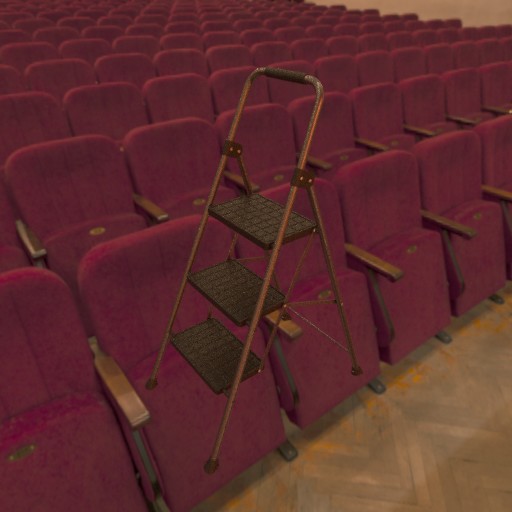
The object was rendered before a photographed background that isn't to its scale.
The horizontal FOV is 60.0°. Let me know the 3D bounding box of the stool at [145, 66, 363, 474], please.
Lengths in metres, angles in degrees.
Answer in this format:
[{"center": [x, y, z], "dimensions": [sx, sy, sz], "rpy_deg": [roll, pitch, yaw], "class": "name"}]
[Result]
[{"center": [0.000, 0.000, 1.458], "dimensions": [0.733, 1.121, 0.473], "rpy_deg": [-21, 37, -31], "class": "stool"}]
